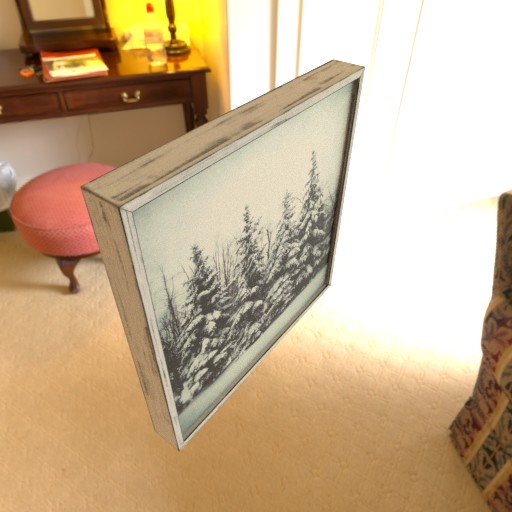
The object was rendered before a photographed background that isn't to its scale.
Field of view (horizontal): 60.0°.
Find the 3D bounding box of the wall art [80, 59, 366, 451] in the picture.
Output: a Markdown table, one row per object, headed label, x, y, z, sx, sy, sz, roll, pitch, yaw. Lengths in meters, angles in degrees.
| label | x | y | z | sx | sy | sz | roll | pitch | yaw |
| --- | --- | --- | --- | --- | --- | --- | --- | --- | --- |
| wall art | 0.000 | 0.000 | 0.452 | 0.036 | 0.303 | 0.303 | 27 | 48 | 27 |
